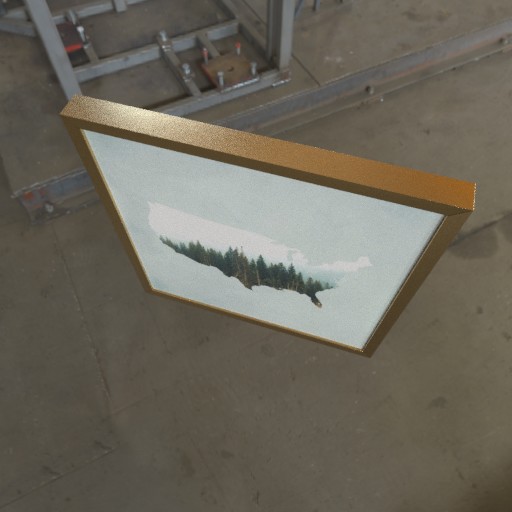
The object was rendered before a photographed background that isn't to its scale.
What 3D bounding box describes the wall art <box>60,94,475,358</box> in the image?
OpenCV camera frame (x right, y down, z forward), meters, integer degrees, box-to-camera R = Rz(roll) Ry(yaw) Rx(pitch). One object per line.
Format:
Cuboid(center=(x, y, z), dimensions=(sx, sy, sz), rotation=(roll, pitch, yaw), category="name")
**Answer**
Cuboid(center=(0.000, 0.000, 0.750), dimensions=(0.509, 0.509, 0.040), rotation=(15, 60, 9), category="wall art")
